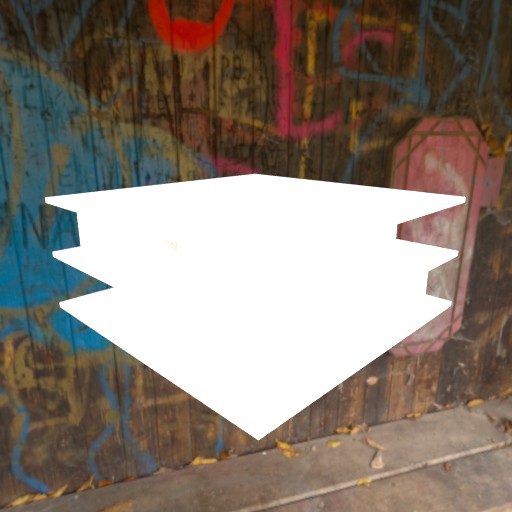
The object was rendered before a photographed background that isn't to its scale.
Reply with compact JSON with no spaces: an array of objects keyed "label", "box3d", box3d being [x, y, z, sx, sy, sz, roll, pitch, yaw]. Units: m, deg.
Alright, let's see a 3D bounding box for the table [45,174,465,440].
[{"label":"table","box3d":[0.000,0.000,1.085,0.700,0.289,0.700,16,23,42]}]
